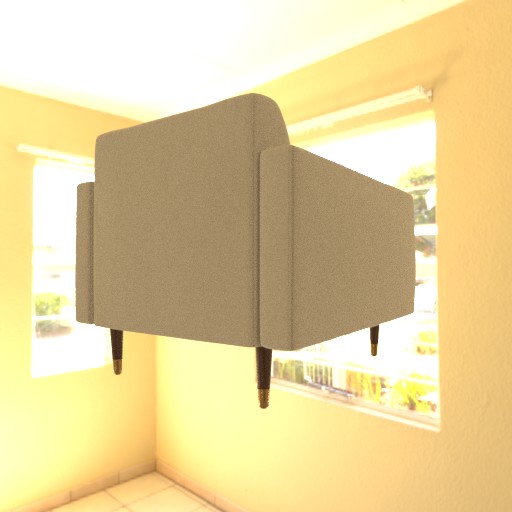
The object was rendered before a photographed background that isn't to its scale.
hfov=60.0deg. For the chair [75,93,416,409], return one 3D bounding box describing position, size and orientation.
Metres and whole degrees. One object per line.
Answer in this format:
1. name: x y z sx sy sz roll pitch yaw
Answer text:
1. chair: 0.000 0.000 1.674 0.953 0.819 0.998 -1 -1 36
